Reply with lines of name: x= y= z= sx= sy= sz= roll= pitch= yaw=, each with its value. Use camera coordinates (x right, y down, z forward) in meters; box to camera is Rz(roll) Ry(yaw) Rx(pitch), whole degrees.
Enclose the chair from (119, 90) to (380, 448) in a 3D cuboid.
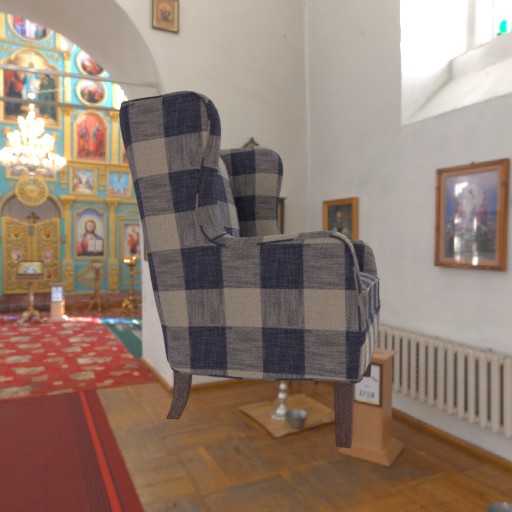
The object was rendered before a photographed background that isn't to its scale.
chair: x=0.000 y=0.000 z=1.696 sx=0.889 sy=1.041 sz=0.830 roll=0 pitch=0 yaw=18
